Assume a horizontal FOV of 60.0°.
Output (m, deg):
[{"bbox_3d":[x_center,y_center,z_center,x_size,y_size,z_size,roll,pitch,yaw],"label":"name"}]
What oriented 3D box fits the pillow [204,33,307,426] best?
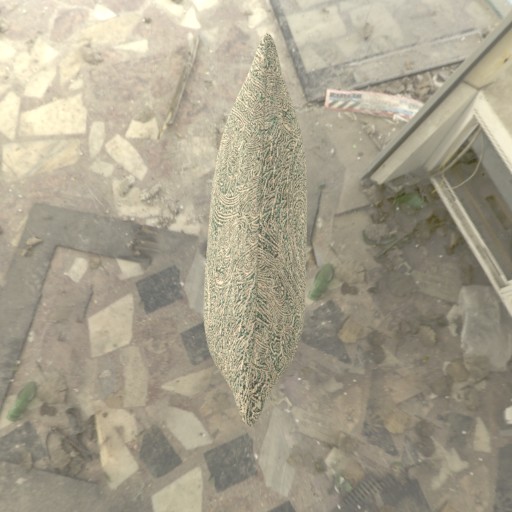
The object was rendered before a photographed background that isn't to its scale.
[{"bbox_3d":[0.000,0.000,0.800,0.166,0.507,0.526,3,75,1],"label":"pillow"}]
